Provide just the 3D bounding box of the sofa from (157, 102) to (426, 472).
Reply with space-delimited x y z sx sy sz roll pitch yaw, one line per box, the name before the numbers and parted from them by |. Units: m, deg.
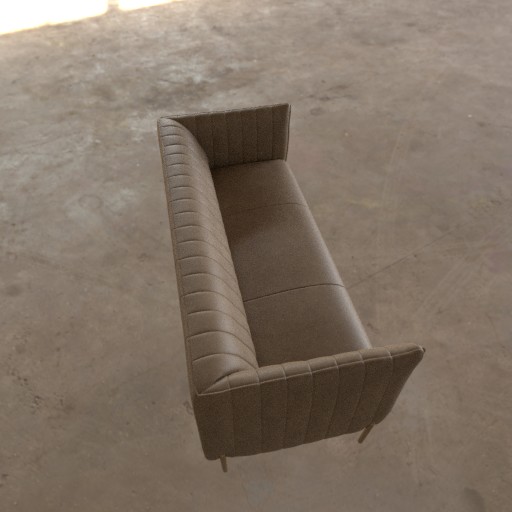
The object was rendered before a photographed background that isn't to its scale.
sofa | 0.000 0.000 2.462 0.876 0.779 1.980 -9 48 -8
